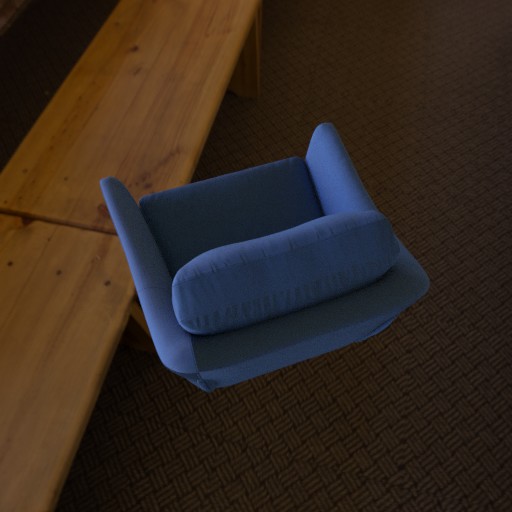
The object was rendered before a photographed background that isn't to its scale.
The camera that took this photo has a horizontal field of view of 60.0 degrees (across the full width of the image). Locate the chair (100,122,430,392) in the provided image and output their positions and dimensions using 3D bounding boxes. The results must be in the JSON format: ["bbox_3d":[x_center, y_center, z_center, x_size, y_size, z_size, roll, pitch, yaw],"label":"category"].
[{"bbox_3d":[0.000,0.000,1.708,0.987,0.899,0.961,-16,61,-10],"label":"chair"}]
